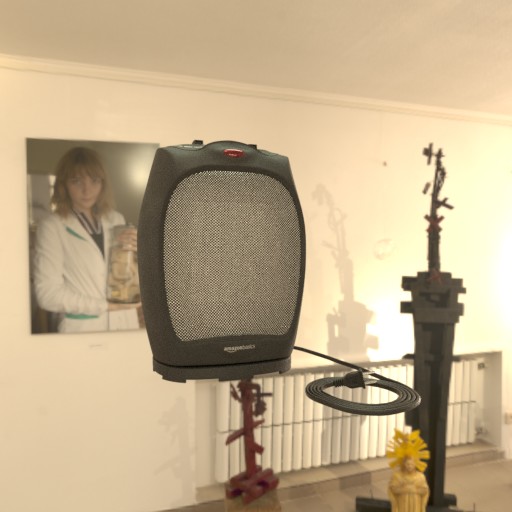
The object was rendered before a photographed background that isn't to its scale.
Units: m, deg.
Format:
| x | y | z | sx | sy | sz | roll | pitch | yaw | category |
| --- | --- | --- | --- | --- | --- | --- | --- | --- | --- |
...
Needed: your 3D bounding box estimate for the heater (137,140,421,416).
| x | y | z | sx | sy | sz | roll | pitch | yaw | category |
| --- | --- | --- | --- | --- | --- | --- | --- | --- | --- |
| 0.000 | 0.000 | 0.470 | 0.239 | 0.255 | 0.291 | 0 | 1 | -18 | heater |
